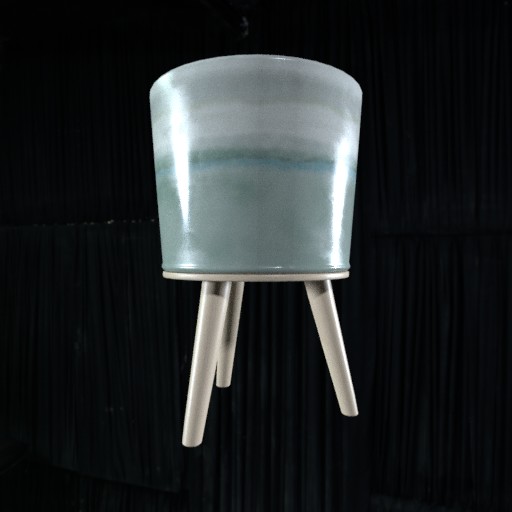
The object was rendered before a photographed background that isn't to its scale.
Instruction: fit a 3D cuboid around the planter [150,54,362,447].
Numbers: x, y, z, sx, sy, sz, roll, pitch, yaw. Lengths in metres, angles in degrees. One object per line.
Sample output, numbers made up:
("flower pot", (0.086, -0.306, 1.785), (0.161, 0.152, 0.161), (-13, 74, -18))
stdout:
("planter", (0.000, 0.000, 0.570), (0.265, 0.404, 0.265), (0, 0, 18))
